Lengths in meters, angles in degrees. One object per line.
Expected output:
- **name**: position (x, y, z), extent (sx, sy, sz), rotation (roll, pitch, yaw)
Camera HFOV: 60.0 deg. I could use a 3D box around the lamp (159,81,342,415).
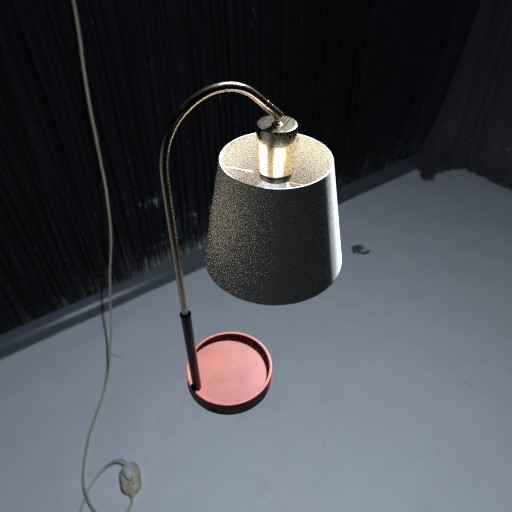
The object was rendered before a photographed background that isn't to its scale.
- **lamp**: position (0.000, 0.000, 0.664), extent (0.273, 0.536, 0.211), rotation (-24, 47, -24)
